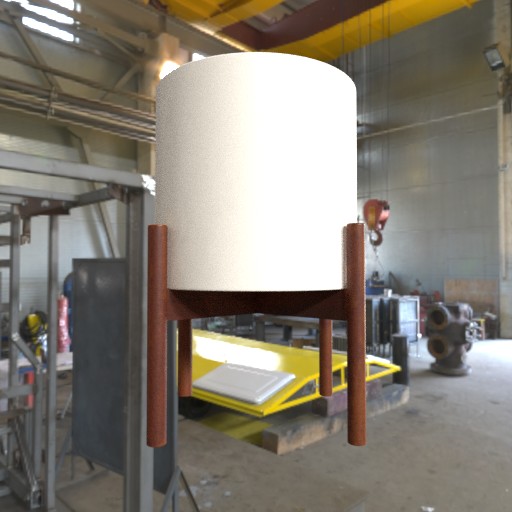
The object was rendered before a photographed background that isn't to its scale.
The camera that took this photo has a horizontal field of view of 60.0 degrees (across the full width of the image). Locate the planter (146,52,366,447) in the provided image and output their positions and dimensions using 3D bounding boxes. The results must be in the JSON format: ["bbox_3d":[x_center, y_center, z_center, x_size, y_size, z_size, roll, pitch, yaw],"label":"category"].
[{"bbox_3d":[0.000,0.000,0.938,0.417,0.670,0.417,0,-1,-1],"label":"planter"}]
